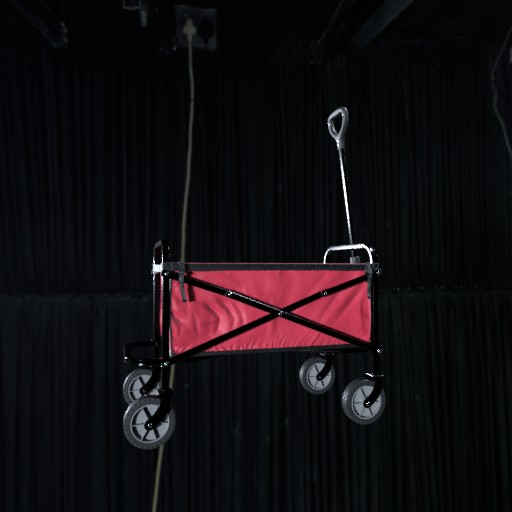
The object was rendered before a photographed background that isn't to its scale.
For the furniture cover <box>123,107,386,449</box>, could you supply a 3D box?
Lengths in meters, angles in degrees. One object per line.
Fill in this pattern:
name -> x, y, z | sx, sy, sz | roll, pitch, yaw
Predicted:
furniture cover -> 0.000, 0.000, 1.827 | 1.038, 1.295, 0.532 | 0, -2, -17
